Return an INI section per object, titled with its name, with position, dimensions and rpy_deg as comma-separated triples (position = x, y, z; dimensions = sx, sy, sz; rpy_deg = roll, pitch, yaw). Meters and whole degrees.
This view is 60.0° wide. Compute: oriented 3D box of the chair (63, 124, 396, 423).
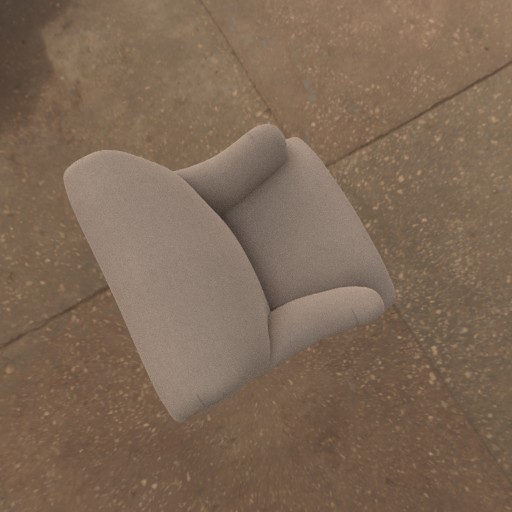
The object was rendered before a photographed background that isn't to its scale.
[chair]
position = 0.000, 0.000, 1.562
dimensions = 0.842, 0.942, 0.766
rpy_deg = -27, 78, -6
